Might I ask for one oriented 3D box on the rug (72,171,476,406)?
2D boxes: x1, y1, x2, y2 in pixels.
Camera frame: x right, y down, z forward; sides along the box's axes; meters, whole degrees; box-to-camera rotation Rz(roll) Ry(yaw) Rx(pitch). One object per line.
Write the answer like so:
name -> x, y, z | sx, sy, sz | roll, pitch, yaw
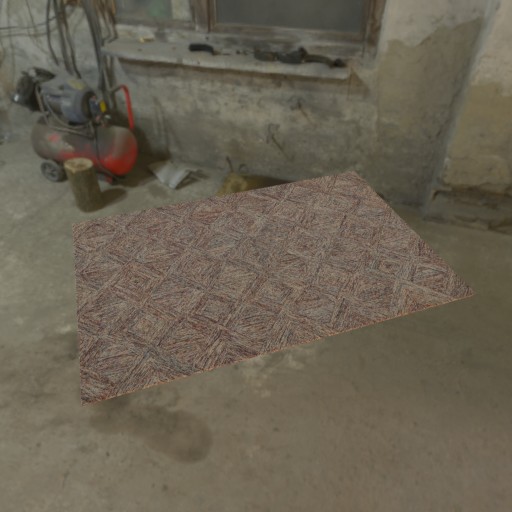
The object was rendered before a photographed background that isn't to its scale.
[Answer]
rug -> 0.000, 0.000, 2.942 | 2.285, 0.019, 1.523 | -13, 43, -14
